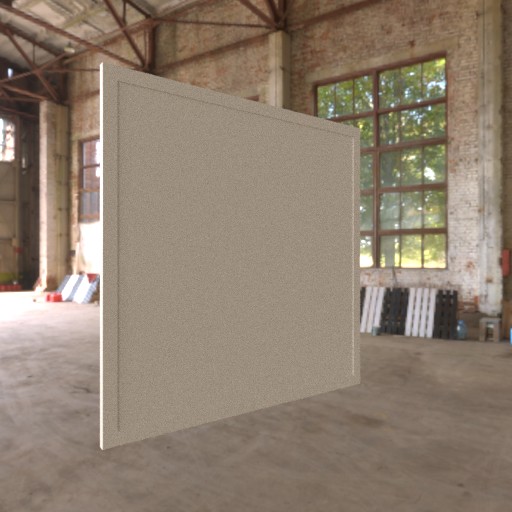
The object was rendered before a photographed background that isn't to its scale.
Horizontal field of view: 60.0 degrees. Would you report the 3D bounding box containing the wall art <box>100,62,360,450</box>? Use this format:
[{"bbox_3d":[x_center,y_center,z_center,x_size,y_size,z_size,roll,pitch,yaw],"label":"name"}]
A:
[{"bbox_3d":[0.000,0.000,0.957,0.660,0.660,0.015,0,0,-37],"label":"wall art"}]
